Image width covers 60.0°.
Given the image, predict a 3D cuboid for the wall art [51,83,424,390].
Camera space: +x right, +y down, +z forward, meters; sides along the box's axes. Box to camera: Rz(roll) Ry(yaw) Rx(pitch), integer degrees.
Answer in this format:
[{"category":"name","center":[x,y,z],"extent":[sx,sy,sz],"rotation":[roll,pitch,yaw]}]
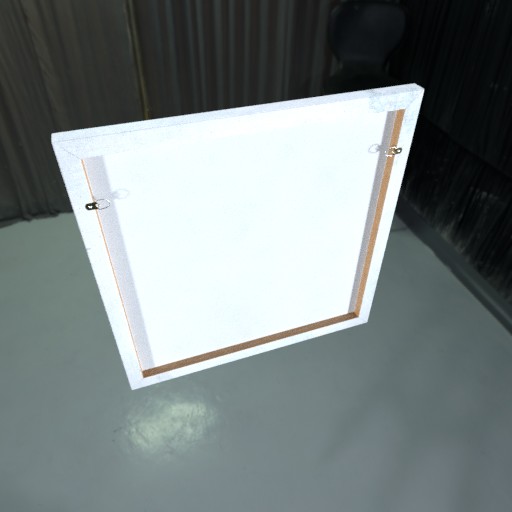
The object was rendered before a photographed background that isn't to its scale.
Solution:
[{"category":"wall art","center":[0.000,0.000,1.121],"extent":[0.762,0.762,0.041],"rotation":[-13,42,-15]}]
